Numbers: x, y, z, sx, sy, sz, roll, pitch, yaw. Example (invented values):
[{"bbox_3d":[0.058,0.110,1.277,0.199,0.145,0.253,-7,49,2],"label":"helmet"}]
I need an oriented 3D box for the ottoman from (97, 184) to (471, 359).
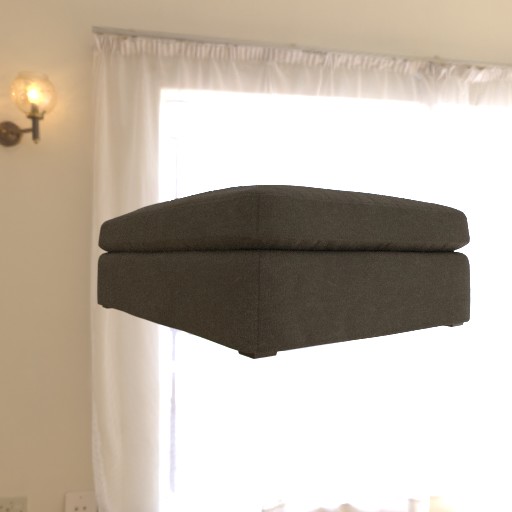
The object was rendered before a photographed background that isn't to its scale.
[{"bbox_3d":[0.000,0.000,1.605,0.840,0.429,1.199,0,0,-35],"label":"ottoman"}]
